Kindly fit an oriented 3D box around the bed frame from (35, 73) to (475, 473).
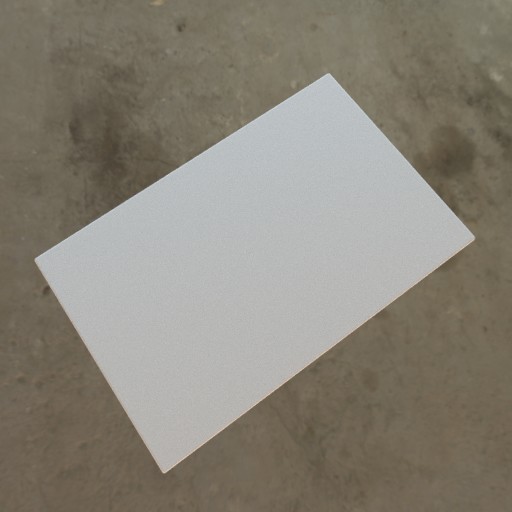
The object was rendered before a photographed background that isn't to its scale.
[{"bbox_3d":[0.000,0.000,3.738,2.987,0.440,1.930,-35,77,-9],"label":"bed frame"}]
